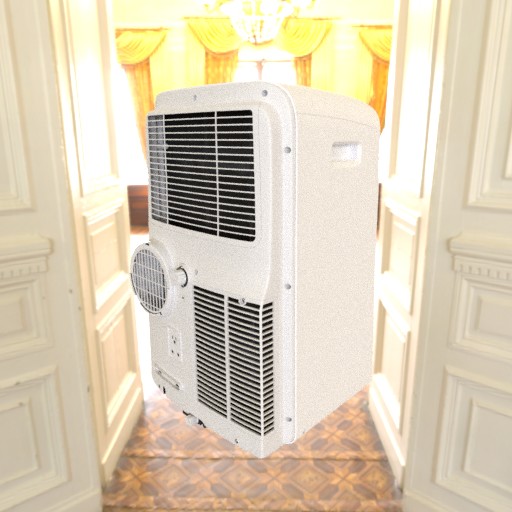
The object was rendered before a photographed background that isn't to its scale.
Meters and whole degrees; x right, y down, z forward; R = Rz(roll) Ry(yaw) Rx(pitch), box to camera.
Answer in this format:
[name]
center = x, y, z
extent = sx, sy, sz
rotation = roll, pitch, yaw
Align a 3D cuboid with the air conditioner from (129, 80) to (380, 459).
[air conditioner]
center = 0.000, 0.000, 1.094
extent = 0.467, 0.765, 0.478
rotation = -14, 21, -43
